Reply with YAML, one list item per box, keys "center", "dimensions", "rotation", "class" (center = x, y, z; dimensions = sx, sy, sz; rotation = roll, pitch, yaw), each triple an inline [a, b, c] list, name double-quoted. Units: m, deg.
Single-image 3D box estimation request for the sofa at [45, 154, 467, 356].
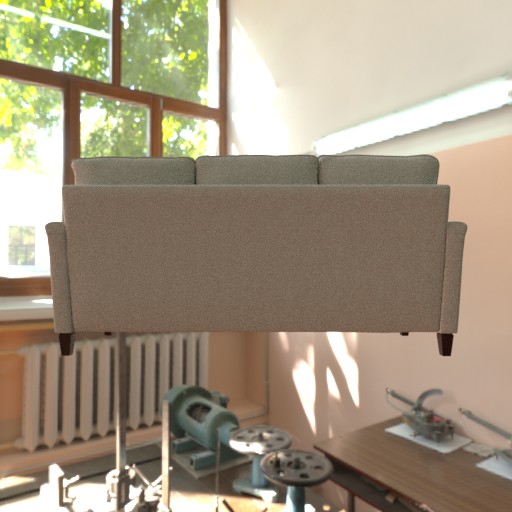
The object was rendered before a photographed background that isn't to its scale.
- center: [0.000, 0.000, 2.380]
  dimensions: [1.925, 0.961, 0.828]
  rotation: [0, -1, 0]
  class: "sofa"
